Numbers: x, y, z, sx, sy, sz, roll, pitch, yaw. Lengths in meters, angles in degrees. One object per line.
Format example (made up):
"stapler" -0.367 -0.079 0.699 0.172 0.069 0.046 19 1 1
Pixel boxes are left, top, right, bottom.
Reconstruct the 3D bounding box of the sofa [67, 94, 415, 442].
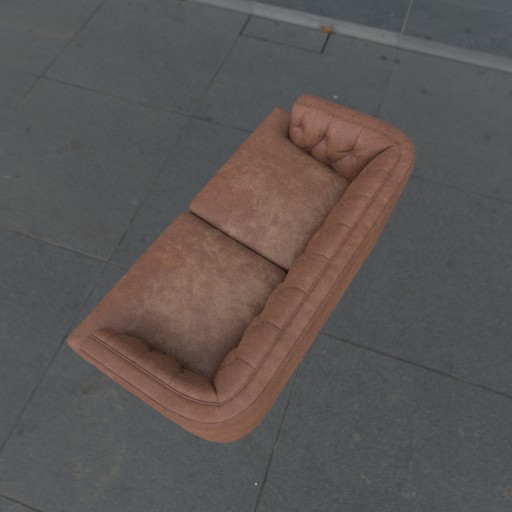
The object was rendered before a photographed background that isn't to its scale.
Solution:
"sofa" 0.000 0.000 2.263 0.914 0.786 1.755 31 67 15
